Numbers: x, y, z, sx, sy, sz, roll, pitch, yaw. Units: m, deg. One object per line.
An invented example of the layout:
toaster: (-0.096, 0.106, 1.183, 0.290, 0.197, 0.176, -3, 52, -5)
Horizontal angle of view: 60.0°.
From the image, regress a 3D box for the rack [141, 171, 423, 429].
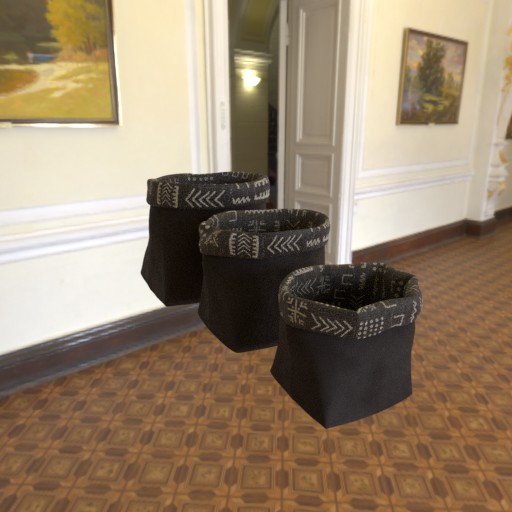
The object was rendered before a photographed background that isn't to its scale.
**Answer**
rack: (0.000, 0.000, 1.061, 0.379, 0.323, 0.905, -9, 19, -27)
